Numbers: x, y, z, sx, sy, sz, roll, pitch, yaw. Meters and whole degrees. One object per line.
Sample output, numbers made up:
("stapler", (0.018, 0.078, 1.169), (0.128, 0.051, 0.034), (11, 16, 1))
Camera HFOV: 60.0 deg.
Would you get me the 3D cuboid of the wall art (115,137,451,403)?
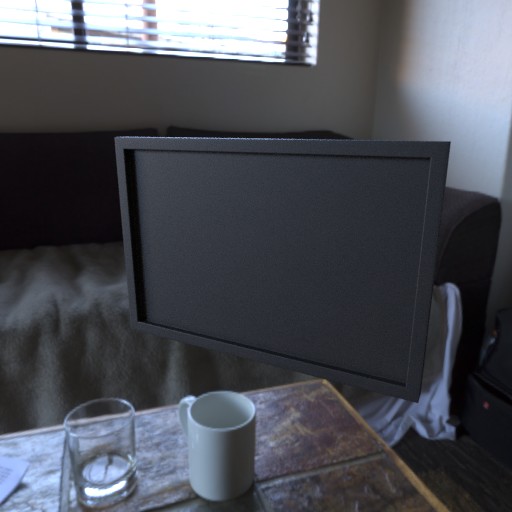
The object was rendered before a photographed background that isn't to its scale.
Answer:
("wall art", (0.000, 0.000, 0.590), (0.443, 0.301, 0.021), (8, 18, 26))
